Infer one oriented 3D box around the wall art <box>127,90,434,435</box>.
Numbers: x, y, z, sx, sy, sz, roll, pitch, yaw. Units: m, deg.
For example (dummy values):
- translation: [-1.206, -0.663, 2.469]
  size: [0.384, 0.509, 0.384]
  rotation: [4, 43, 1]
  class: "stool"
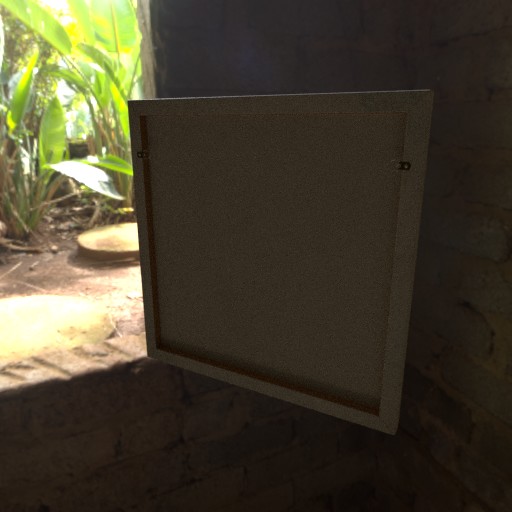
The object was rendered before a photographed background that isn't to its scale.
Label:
- translation: [0.000, 0.000, 1.121]
  size: [0.762, 0.762, 0.041]
  rotation: [9, 19, 28]
  class: "wall art"
